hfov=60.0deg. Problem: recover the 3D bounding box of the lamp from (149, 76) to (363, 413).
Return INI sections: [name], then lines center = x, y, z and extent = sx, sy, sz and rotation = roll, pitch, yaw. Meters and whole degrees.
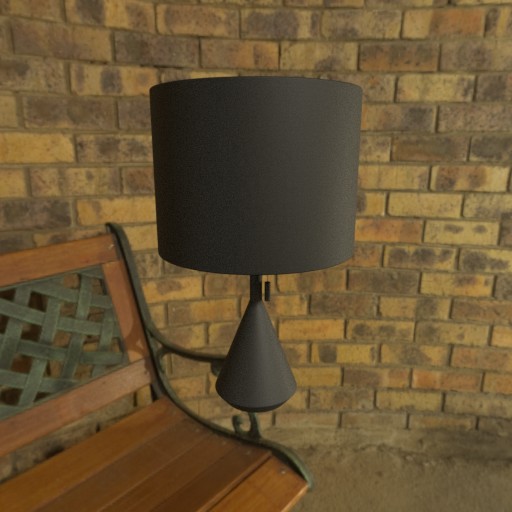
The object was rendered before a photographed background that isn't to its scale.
[lamp]
center = 0.000, 0.000, 0.835
extent = 0.359, 0.584, 0.359
rotation = 2, 14, 9
